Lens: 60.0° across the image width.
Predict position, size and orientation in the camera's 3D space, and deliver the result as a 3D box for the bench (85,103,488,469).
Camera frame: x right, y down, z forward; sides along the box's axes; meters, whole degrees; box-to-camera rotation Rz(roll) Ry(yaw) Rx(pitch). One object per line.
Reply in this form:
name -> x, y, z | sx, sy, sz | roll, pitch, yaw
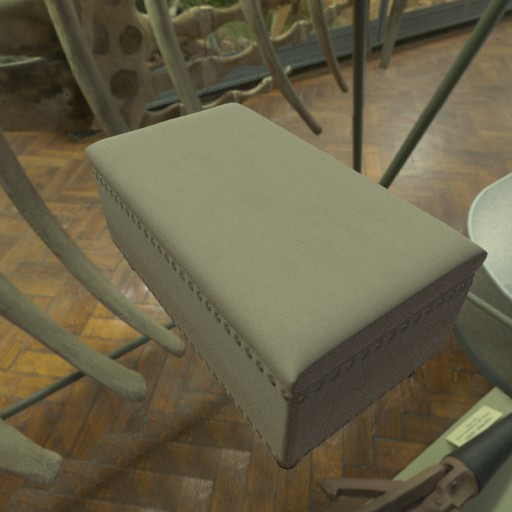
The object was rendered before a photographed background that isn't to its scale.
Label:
bench -> 0.000, 0.000, 1.159 | 0.500, 0.449, 0.887 | -26, 48, -26
